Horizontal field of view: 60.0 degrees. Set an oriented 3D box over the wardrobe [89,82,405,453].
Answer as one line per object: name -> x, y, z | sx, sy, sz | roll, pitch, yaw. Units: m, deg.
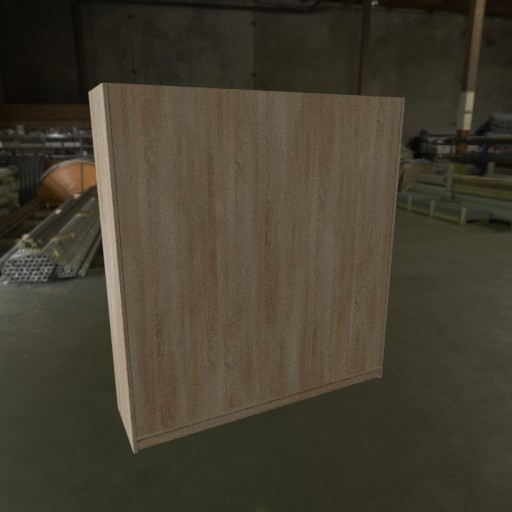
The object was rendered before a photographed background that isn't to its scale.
wardrobe -> 0.000, 0.000, 3.158 | 1.998, 2.159, 0.598 | -8, 17, -26
